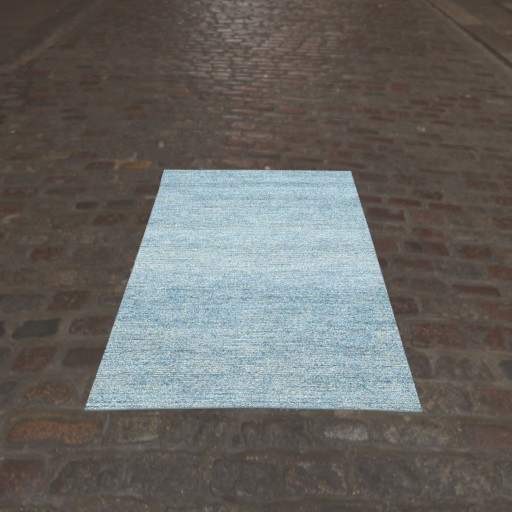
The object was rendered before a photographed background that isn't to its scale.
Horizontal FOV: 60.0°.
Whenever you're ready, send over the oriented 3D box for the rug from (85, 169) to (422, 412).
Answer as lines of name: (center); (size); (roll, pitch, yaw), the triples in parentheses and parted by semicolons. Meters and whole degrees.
rug: (0.000, 0.000, 2.954); (1.611, 0.026, 2.260); (0, 41, 1)
